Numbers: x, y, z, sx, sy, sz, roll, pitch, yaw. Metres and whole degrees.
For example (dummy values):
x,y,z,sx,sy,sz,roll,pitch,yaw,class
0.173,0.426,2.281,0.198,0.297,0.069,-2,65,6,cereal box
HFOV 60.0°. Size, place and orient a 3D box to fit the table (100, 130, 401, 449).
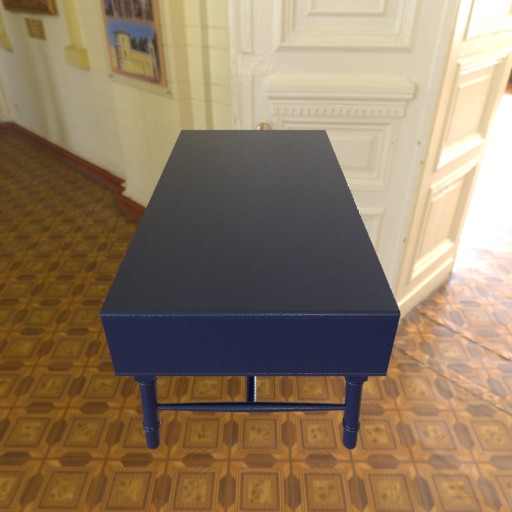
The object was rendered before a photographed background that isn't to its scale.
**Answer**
x,y,z,sx,sy,sz,roll,pitch,yaw,class
0.000,0.000,1.378,0.572,0.457,1.067,0,33,0,table
